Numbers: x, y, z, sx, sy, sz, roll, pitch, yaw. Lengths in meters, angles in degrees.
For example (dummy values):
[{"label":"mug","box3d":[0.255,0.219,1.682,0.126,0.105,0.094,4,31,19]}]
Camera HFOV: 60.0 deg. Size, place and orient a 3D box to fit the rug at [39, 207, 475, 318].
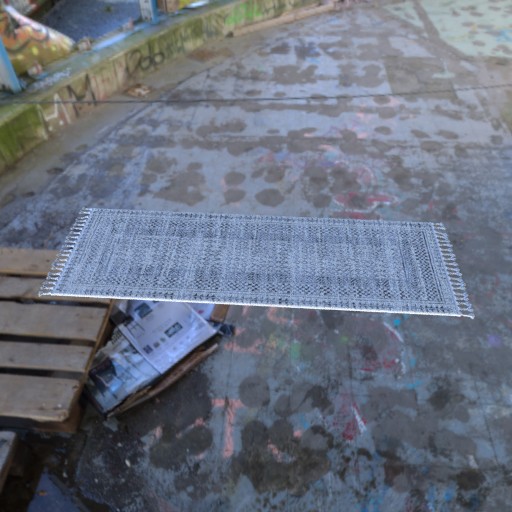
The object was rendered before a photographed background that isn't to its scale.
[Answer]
[{"label":"rug","box3d":[0.000,0.000,2.749,2.480,0.013,0.786,3,47,3]}]
